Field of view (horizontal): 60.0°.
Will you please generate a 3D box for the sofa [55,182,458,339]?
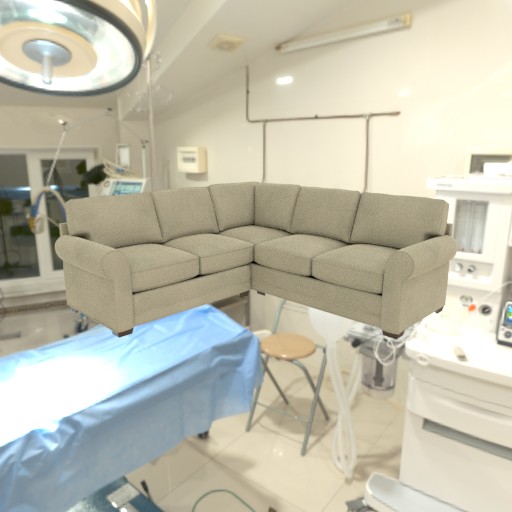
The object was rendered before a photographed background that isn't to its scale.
[{"bbox_3d":[0.000,0.000,3.852,2.562,1.053,2.487,13,19,43],"label":"sofa"}]
